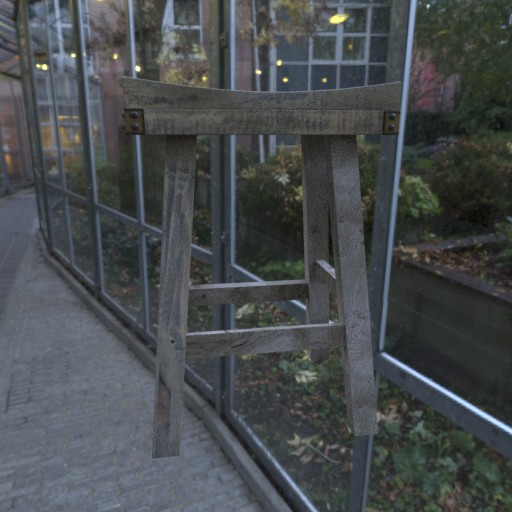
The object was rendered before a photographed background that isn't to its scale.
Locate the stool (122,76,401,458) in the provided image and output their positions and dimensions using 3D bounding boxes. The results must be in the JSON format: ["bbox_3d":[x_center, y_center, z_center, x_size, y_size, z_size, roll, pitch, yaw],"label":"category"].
[{"bbox_3d":[0.000,0.000,0.889,0.450,0.635,0.330,-2,15,-9],"label":"stool"}]
